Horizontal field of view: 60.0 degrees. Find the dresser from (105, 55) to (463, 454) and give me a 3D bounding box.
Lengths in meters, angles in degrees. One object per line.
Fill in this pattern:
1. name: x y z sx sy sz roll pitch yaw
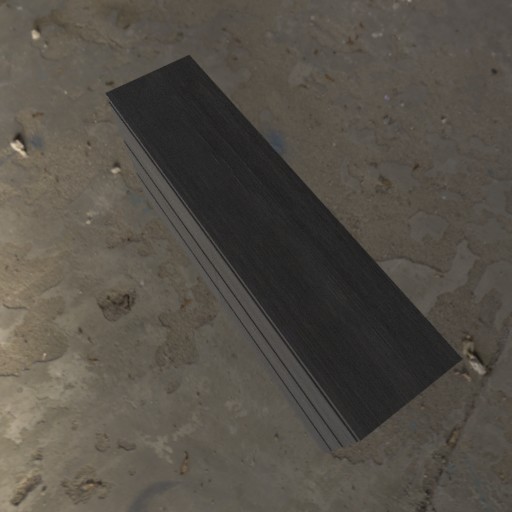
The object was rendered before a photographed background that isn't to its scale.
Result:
1. dresser: 0.000 0.000 1.916 0.400 0.795 1.590 -32 68 -15
